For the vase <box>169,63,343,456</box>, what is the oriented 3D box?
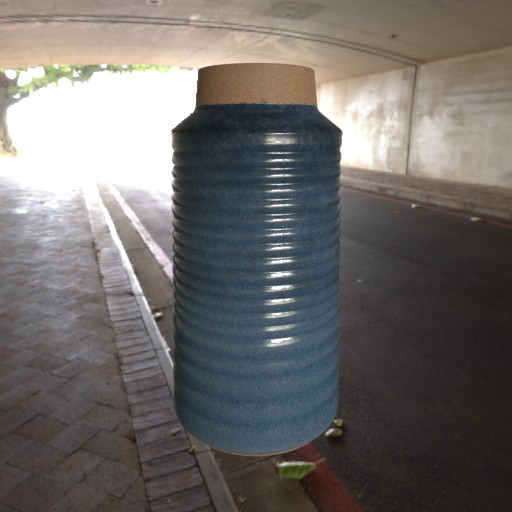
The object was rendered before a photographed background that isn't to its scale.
[{"bbox_3d":[0.000,0.000,0.407,0.163,0.316,0.163,0,16,0],"label":"vase"}]
